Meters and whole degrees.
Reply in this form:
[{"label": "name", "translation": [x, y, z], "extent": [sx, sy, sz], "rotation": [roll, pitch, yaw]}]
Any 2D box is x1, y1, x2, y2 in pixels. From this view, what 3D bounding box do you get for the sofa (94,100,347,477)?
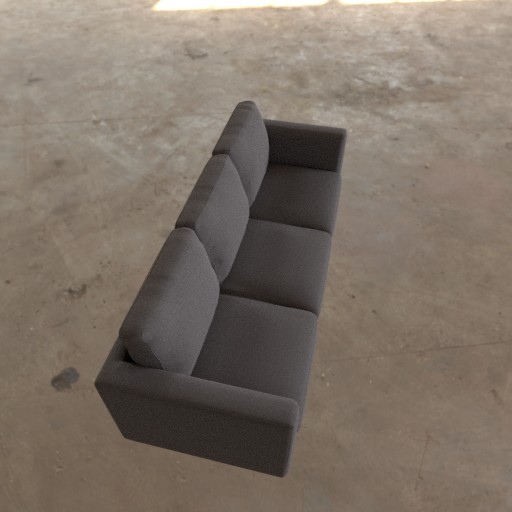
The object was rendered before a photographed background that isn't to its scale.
[{"label": "sofa", "translation": [0.000, 0.000, 2.452], "extent": [0.802, 0.912, 2.029], "rotation": [10, 48, 9]}]
